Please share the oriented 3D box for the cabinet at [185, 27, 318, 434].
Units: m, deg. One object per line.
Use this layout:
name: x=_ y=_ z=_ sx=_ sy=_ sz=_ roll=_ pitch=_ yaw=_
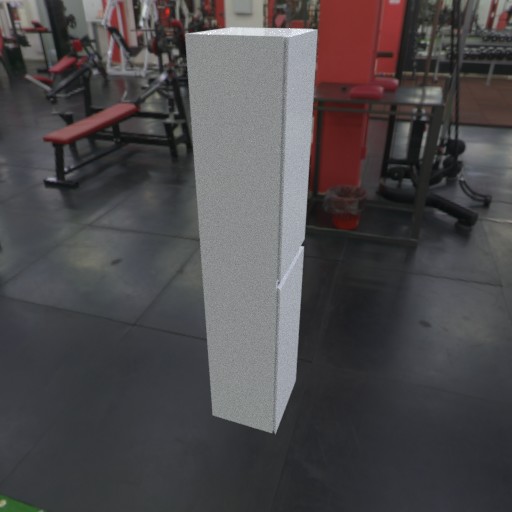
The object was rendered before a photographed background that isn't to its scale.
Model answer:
cabinet: x=0.000 y=0.000 z=1.546 sx=0.270 sy=1.400 sz=0.300 roll=10 pitch=32 yaw=17
